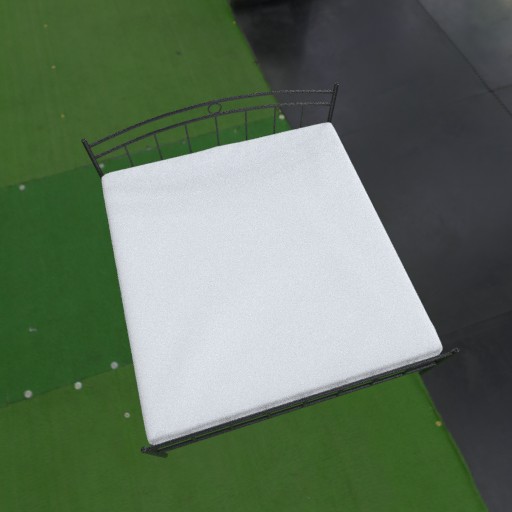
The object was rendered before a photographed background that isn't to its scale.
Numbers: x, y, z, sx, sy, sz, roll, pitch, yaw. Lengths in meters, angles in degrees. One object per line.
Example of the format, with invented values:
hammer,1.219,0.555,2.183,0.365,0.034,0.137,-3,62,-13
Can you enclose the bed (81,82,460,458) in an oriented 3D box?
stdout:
bed,0.000,0.000,3.040,1.880,0.940,2.040,-15,64,-7
